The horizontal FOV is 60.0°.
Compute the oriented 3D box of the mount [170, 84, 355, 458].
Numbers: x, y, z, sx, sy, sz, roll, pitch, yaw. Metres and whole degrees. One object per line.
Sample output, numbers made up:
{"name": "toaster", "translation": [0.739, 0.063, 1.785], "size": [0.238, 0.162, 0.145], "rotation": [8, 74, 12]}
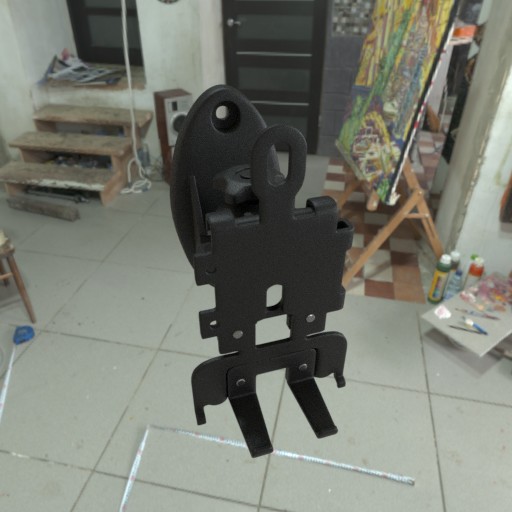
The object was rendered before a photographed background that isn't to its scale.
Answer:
{"name": "mount", "translation": [0.000, 0.000, 0.175], "size": [0.066, 0.118, 0.100], "rotation": [-10, 35, -14]}
